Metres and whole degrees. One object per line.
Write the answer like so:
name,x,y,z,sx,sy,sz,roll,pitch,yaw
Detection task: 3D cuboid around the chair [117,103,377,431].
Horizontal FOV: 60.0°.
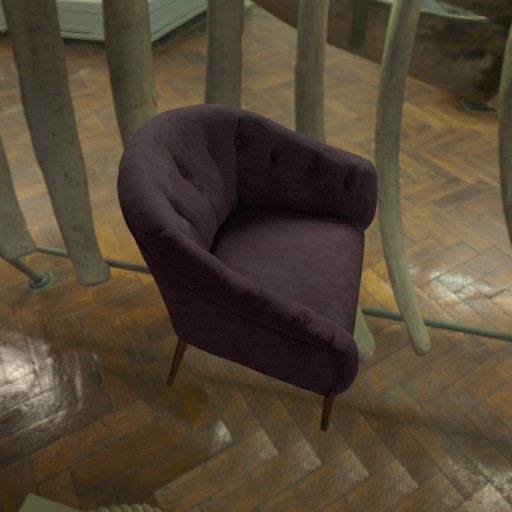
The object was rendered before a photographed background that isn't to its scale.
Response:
chair,0.000,0.000,1.543,0.776,0.885,0.851,11,47,10
